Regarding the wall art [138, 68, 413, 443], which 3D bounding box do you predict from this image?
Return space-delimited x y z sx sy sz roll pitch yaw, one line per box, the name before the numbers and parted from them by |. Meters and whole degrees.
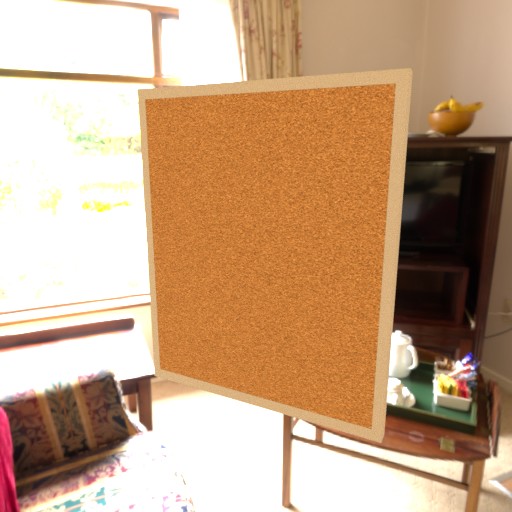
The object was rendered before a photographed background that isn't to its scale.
wall art | 0.000 0.000 0.724 0.444 0.536 0.020 7 15 27
